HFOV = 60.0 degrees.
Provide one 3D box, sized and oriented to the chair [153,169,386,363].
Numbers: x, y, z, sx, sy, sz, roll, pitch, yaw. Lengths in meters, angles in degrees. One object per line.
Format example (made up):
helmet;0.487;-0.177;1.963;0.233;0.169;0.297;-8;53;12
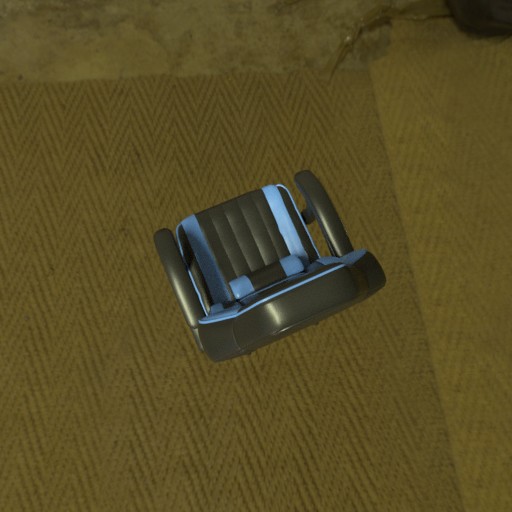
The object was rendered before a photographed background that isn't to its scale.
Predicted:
chair;0.000;0.000;1.711;0.700;1.280;0.700;-23;76;-6
